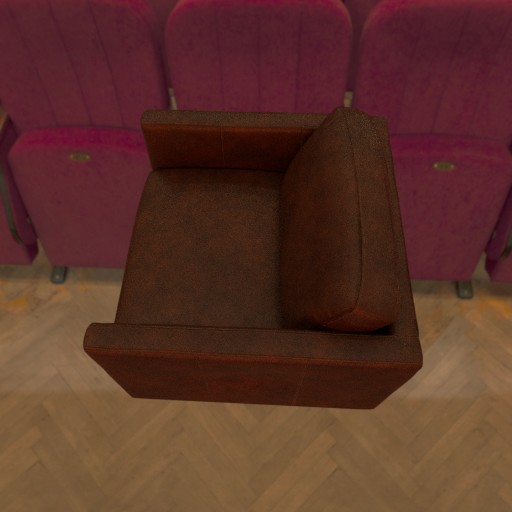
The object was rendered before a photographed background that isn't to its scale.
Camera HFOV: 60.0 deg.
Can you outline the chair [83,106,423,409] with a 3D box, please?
[{"bbox_3d":[0.000,0.000,1.703,0.975,0.864,0.990,2,59,1],"label":"chair"}]
